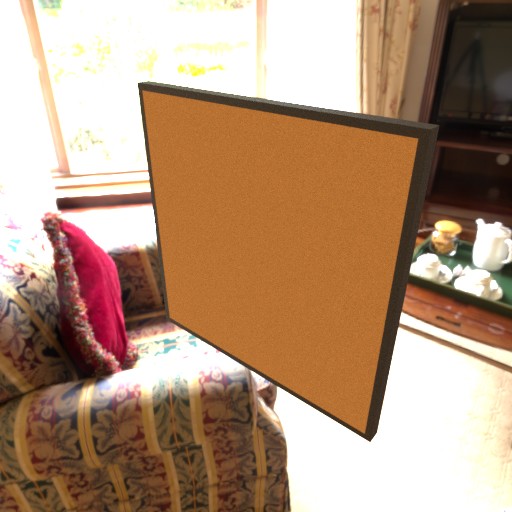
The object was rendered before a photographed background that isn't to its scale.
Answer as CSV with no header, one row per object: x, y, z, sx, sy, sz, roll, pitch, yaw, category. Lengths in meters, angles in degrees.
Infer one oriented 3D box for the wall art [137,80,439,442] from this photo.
0.000,0.000,1.125,0.763,0.763,0.038,22,37,34,wall art
